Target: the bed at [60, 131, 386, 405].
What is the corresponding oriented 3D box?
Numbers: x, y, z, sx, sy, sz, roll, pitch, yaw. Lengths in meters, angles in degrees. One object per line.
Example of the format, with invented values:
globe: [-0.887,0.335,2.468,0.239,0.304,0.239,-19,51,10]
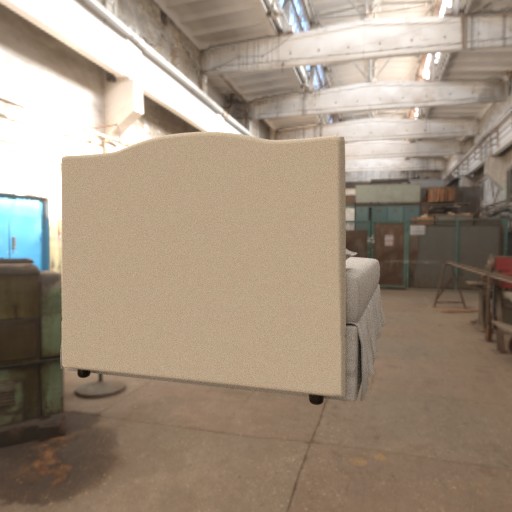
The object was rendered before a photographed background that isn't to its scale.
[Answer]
bed: [0.000,0.000,3.609,1.977,1.437,2.477,1,2,18]
